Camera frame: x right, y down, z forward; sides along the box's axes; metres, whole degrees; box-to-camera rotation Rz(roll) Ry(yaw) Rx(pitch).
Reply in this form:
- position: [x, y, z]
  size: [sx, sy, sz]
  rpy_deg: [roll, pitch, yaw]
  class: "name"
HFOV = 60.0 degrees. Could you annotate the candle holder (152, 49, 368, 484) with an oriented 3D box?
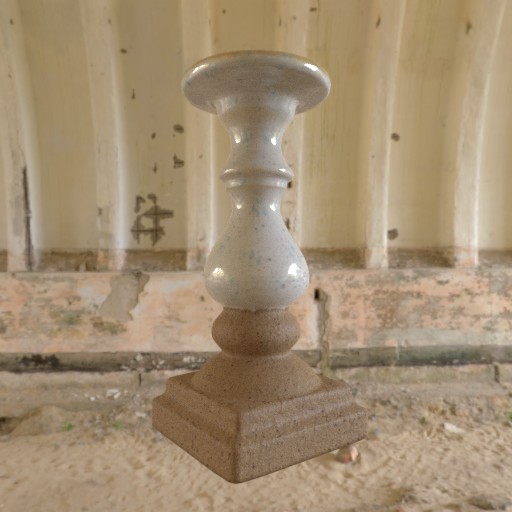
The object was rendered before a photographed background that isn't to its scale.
- position: [0.000, 0.000, 0.305]
  size: [0.110, 0.239, 0.110]
  rpy_deg: [0, -1, -36]
  class: "candle holder"
